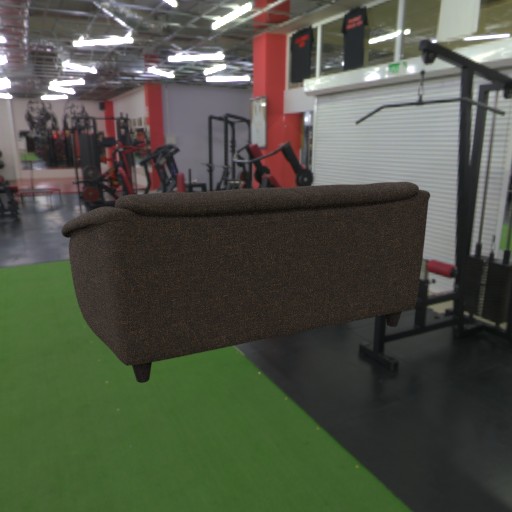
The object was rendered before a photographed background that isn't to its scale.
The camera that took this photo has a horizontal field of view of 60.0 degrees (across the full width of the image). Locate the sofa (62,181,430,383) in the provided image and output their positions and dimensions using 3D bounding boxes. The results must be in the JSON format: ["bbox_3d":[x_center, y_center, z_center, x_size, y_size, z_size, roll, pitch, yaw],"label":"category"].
[{"bbox_3d":[0.000,0.000,2.354,1.849,0.790,0.887,-7,16,-24],"label":"sofa"}]
